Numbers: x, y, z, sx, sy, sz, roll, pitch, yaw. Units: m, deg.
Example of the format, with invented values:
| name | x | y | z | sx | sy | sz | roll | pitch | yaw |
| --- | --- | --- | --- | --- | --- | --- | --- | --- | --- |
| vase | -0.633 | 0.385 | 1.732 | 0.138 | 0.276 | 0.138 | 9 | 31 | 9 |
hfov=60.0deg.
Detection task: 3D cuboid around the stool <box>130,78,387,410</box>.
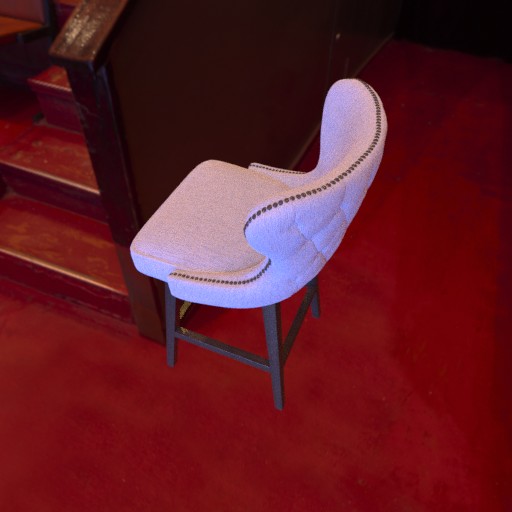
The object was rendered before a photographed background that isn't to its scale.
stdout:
| name | x | y | z | sx | sy | sz | roll | pitch | yaw |
| --- | --- | --- | --- | --- | --- | --- | --- | --- | --- |
| stool | 0.000 | 0.000 | 1.373 | 0.597 | 0.972 | 0.615 | 17 | 49 | 15 |
